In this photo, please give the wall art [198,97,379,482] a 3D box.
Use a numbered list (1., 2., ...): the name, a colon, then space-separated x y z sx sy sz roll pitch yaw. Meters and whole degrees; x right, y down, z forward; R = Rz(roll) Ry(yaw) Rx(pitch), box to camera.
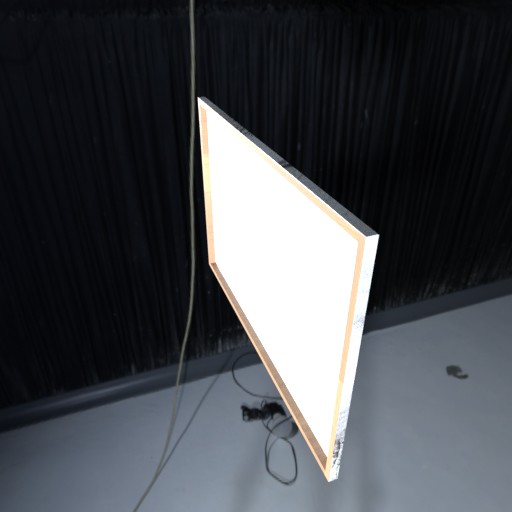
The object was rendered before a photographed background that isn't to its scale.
1. wall art: 0.000 0.000 1.153 0.023 0.607 0.914 -12 34 -18
